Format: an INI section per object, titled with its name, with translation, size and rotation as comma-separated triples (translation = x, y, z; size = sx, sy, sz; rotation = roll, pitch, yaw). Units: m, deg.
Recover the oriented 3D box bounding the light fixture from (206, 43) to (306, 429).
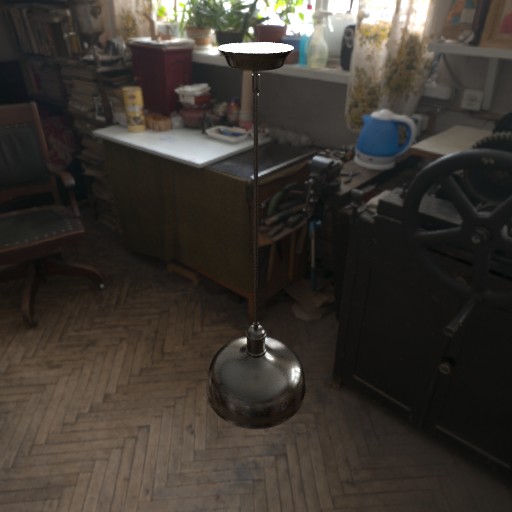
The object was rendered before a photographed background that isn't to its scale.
[light fixture]
translation = 0.000, 0.000, 1.090
size = 0.299, 0.935, 0.299
rotation = 1, 32, 1
